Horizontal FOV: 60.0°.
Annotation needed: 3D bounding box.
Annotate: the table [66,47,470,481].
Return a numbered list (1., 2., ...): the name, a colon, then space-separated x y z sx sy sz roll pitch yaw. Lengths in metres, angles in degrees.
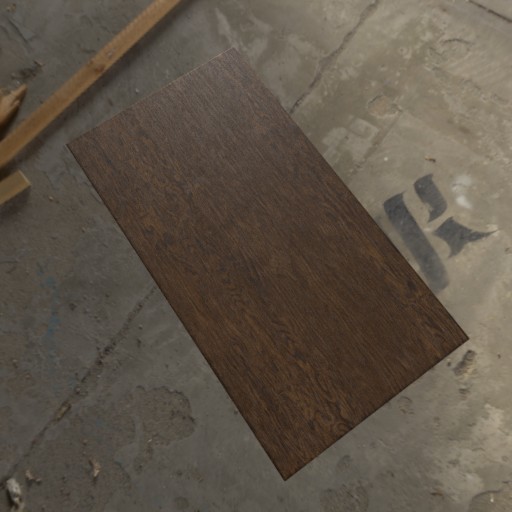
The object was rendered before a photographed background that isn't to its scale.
1. table: 0.000 0.000 2.602 1.078 0.795 1.989 -34 78 -8
